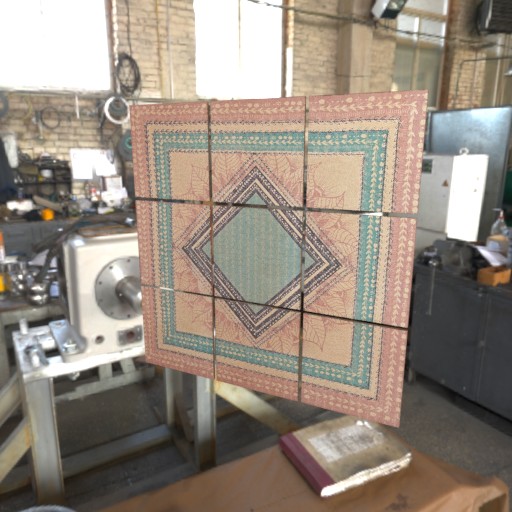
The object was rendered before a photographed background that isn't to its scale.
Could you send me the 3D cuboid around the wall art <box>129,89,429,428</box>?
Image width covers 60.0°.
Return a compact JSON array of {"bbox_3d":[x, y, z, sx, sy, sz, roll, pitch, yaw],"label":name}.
[{"bbox_3d":[0.000,0.000,2.270,1.527,1.525,0.014,7,15,25],"label":"wall art"}]
